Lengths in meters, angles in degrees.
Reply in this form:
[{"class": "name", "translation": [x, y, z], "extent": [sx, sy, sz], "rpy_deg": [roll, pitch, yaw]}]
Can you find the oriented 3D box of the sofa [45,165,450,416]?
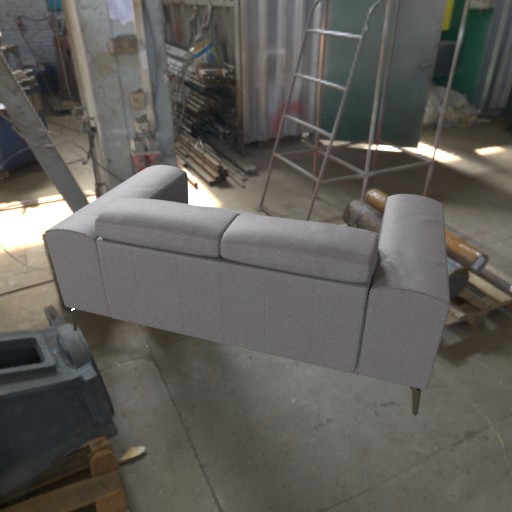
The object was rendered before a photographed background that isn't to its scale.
[{"class": "sofa", "translation": [0.000, 0.000, 2.431], "extent": [1.895, 0.779, 1.003], "rpy_deg": [10, 32, 16]}]
